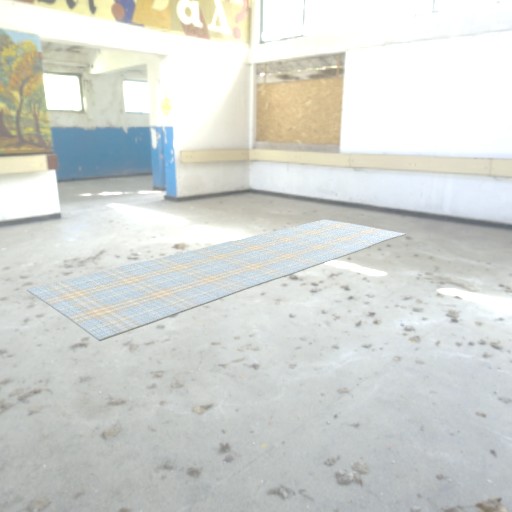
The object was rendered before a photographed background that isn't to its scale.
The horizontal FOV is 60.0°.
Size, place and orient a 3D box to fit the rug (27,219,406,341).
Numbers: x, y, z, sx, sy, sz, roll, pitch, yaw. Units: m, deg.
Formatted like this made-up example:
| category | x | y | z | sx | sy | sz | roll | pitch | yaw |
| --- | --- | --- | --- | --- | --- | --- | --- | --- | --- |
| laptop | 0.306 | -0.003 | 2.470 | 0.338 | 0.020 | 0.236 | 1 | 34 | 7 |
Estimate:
| category | x | y | z | sx | sy | sz | roll | pitch | yaw |
| --- | --- | --- | --- | --- | --- | --- | --- | --- | --- |
| rug | 0.000 | 0.000 | 2.756 | 0.762 | 0.013 | 2.439 | 16 | 22 | 43 |
